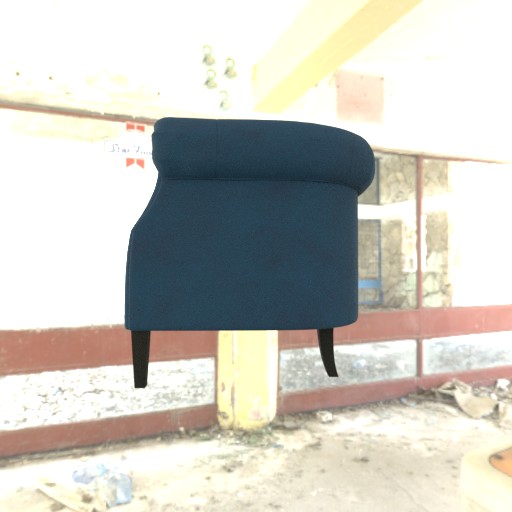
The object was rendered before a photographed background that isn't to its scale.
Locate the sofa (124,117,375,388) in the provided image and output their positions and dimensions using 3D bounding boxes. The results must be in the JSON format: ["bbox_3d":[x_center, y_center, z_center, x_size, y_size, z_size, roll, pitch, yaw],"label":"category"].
[{"bbox_3d":[0.000,0.000,2.042,0.835,0.827,1.558,0,-1,-1],"label":"sofa"}]
